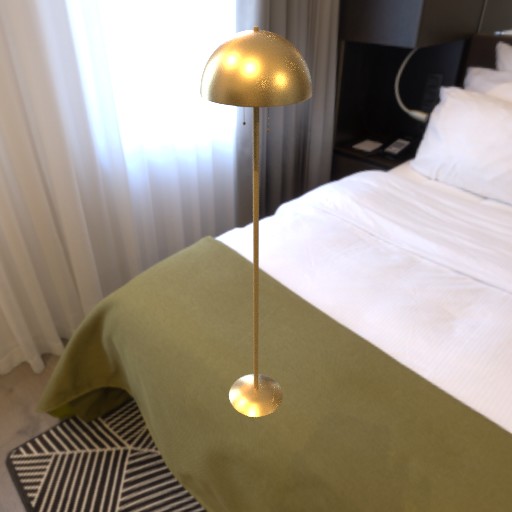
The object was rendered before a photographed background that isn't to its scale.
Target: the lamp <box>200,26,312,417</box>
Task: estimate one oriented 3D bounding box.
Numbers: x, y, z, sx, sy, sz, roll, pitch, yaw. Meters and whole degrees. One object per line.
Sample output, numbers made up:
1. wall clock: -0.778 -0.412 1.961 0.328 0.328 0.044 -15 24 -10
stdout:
1. lamp: 0.000 0.000 1.603 0.328 1.480 0.328 10 34 15
